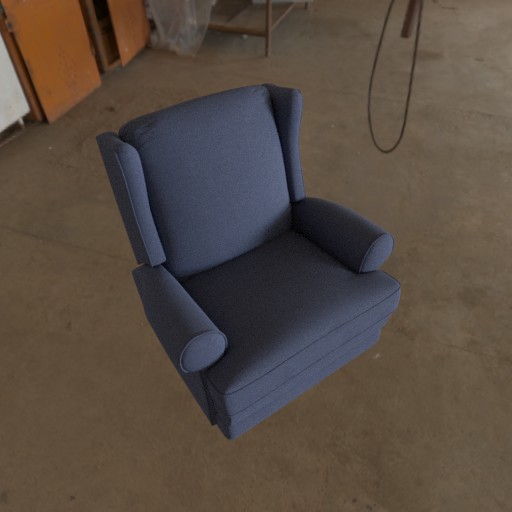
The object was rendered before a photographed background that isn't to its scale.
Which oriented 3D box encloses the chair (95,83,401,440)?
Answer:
[{"bbox_3d":[0.000,0.000,1.749,0.971,1.020,0.877,-26,51,-24],"label":"chair"}]
